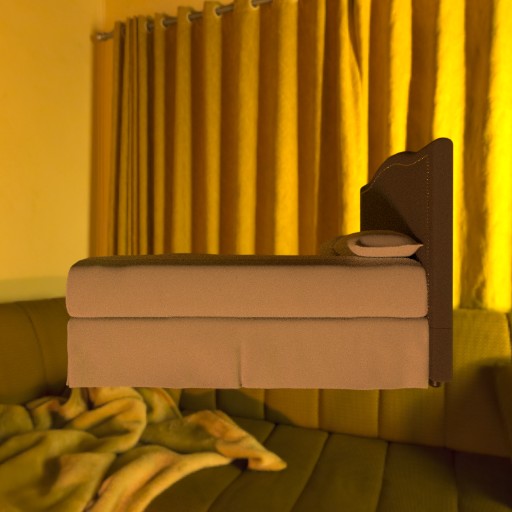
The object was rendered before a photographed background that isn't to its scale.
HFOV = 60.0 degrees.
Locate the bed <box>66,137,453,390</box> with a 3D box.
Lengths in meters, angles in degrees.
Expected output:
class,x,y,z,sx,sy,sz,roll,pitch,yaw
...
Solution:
class,x,y,z,sx,sy,sz,roll,pitch,yaw
bed,0.000,0.000,3.076,2.036,1.387,1.666,0,0,0
